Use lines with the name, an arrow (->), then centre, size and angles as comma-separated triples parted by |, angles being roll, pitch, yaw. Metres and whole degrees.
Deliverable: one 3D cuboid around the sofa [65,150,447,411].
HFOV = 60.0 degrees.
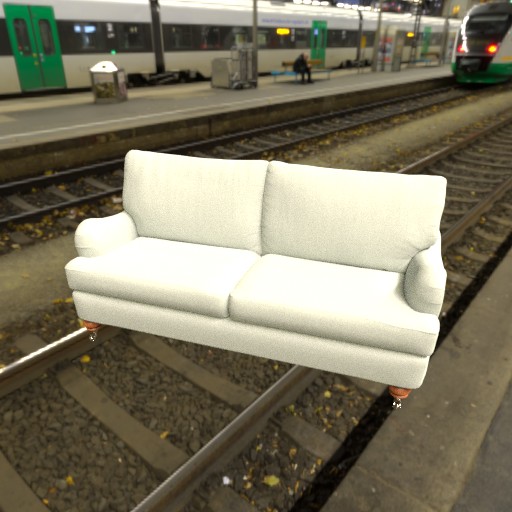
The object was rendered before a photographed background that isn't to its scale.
sofa -> 0.000, 0.000, 2.817 | 2.193, 1.096, 1.069 | 8, 27, 16
